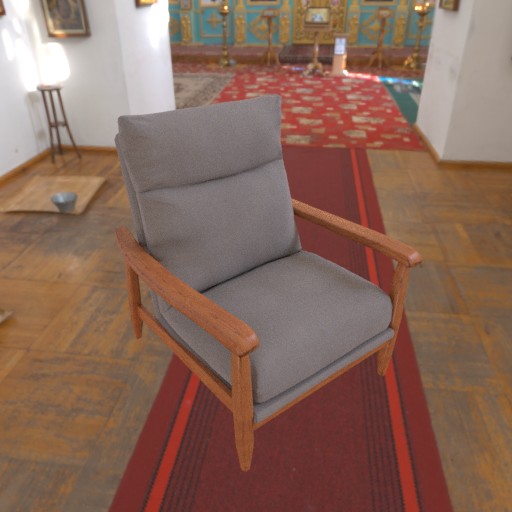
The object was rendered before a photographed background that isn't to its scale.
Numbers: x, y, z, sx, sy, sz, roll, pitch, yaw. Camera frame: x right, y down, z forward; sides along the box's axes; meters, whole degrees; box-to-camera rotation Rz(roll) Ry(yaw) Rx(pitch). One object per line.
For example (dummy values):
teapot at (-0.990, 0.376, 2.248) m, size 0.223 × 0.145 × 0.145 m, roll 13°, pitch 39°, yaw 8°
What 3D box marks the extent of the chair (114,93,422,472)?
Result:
chair at (0.000, 0.000, 1.528) m, size 0.782 × 0.922 × 0.816 m, roll -21°, pitch 36°, yaw -32°
